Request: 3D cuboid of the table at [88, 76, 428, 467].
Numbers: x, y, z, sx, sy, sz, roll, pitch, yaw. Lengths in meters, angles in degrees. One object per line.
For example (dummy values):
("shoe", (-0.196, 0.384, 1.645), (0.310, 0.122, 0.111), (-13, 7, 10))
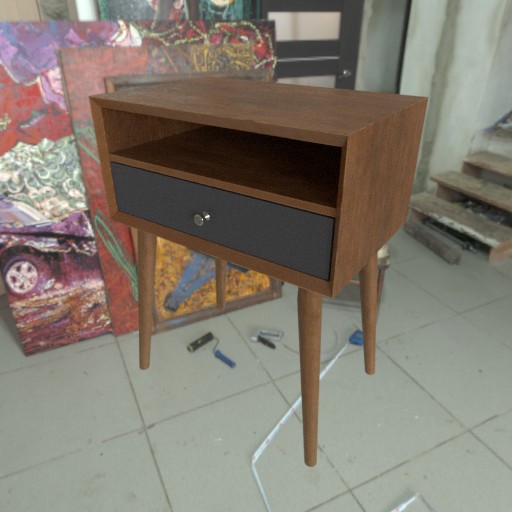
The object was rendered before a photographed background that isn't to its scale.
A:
("table", (0.000, 0.000, 0.847), (0.454, 0.580, 0.307), (18, 34, 30))
